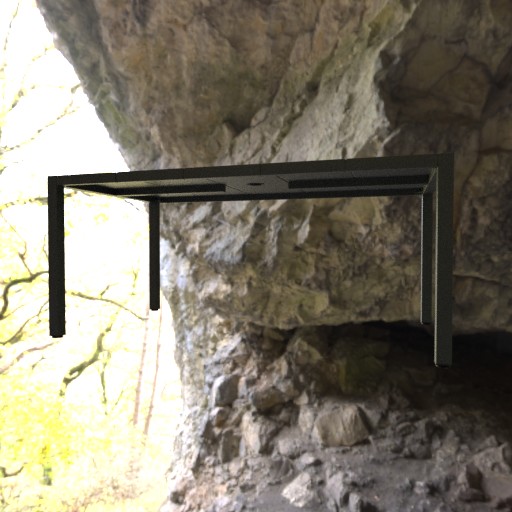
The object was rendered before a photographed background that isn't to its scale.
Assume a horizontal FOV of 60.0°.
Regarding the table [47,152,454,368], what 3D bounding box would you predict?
[{"bbox_3d":[0.000,0.000,2.182,1.680,0.735,0.914,0,2,17],"label":"table"}]
